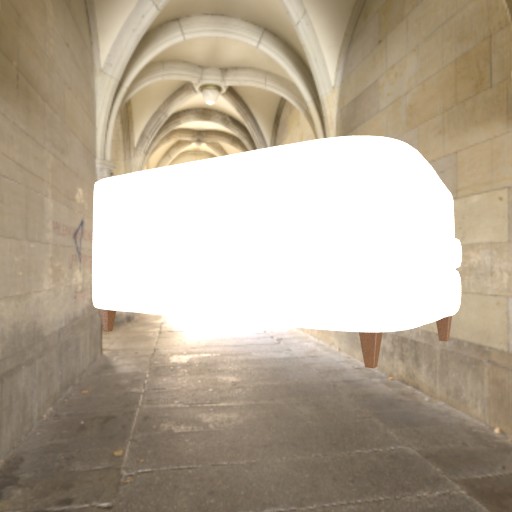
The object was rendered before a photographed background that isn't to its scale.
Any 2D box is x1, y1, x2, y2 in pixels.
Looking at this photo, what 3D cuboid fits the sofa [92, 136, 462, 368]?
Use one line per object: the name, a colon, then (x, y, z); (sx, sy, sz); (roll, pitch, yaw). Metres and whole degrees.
sofa: (0.000, 0.000, 2.208); (1.733, 0.855, 0.941); (-1, -1, 35)
